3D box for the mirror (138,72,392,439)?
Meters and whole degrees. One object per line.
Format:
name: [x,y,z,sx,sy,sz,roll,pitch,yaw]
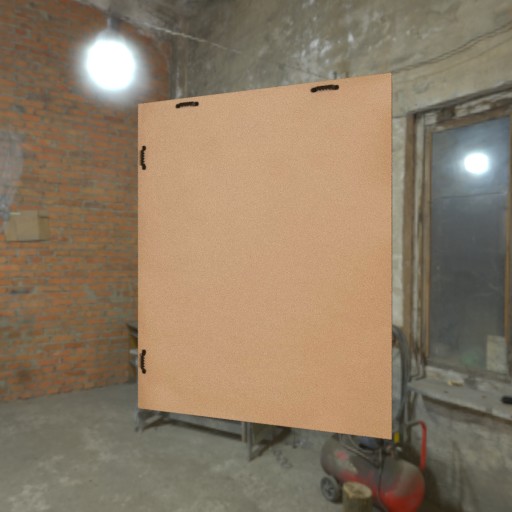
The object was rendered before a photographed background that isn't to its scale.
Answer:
mirror: [0.000,0.000,0.692,0.406,0.509,0.041,0,0,18]
